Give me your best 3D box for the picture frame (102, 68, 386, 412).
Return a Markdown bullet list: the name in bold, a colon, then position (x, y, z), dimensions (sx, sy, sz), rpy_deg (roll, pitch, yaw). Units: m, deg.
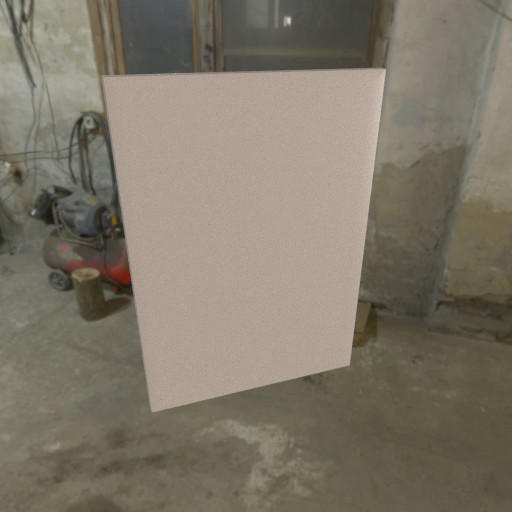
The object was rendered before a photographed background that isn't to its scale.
- **picture frame**: position (0.000, 0.000, 0.693), dimensions (0.381, 0.534, 0.012), rpy_deg (-9, 28, -16)
